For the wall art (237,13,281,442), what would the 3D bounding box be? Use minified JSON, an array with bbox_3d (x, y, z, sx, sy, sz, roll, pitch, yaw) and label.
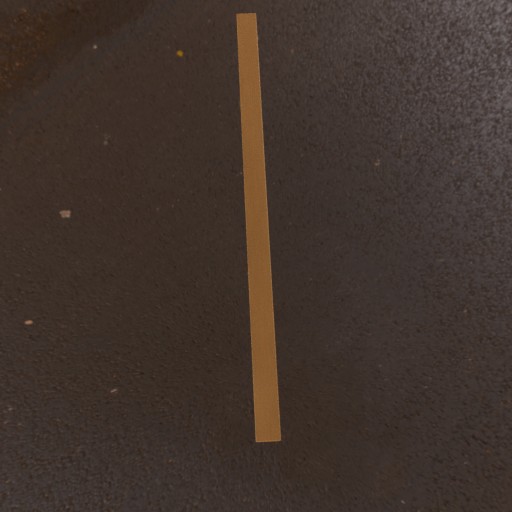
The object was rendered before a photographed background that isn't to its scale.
[{"bbox_3d":[0.000,0.000,1.121,0.037,0.763,0.763,-3,76,-1],"label":"wall art"}]
